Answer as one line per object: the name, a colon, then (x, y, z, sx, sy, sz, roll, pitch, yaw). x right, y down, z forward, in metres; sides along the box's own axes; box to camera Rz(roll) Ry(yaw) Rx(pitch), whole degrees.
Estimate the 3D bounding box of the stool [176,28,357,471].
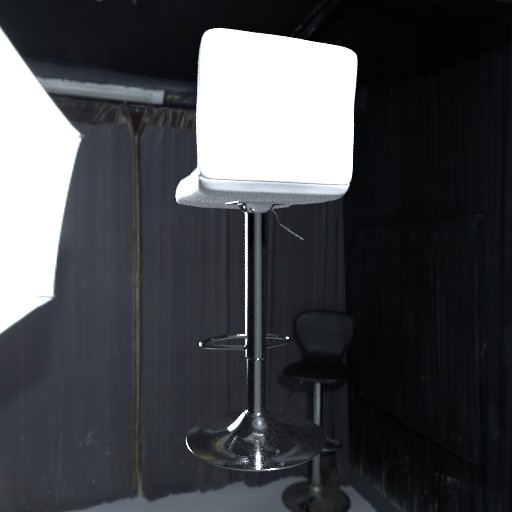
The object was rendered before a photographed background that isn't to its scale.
stool: (0.000, 0.000, 1.350, 0.430, 1.115, 0.505, 0, 1, -18)
